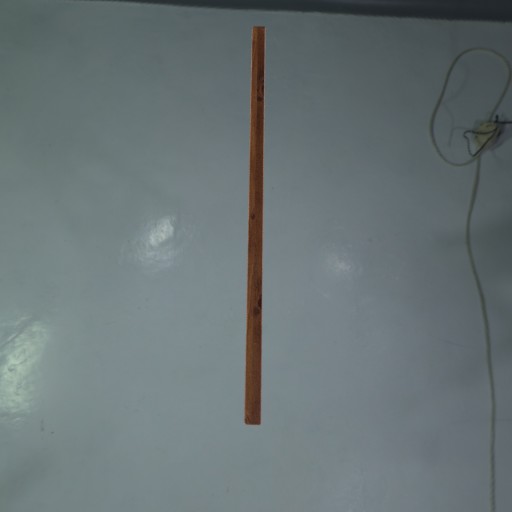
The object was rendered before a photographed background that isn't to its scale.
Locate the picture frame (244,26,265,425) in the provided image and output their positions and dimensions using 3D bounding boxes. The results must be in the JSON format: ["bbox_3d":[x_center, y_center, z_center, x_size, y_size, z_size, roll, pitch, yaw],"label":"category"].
[{"bbox_3d":[0.000,0.000,1.246,0.029,0.817,0.810,1,75,0],"label":"picture frame"}]
